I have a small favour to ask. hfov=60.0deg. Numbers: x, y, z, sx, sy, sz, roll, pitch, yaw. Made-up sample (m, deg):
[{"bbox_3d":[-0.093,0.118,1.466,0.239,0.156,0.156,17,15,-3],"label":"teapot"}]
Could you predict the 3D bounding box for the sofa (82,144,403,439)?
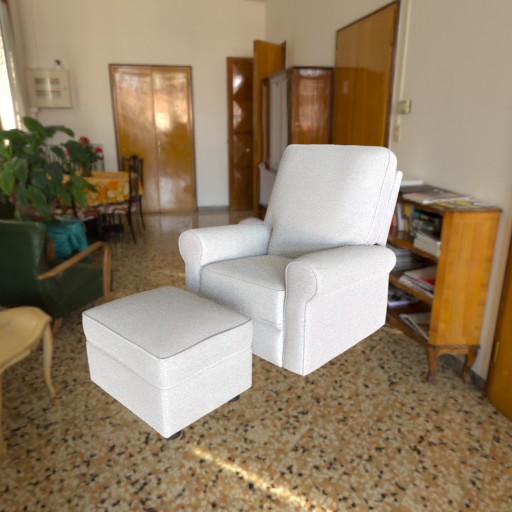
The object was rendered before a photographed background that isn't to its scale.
[{"bbox_3d":[0.000,0.000,2.051,0.880,0.959,1.478,15,22,41],"label":"sofa"}]
